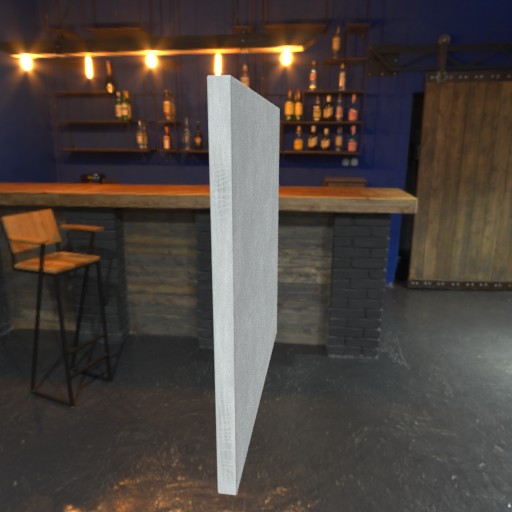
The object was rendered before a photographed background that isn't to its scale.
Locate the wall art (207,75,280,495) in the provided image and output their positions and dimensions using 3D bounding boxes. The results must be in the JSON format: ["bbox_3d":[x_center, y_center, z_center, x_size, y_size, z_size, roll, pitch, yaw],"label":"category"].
[{"bbox_3d":[0.000,0.000,0.449,0.015,0.303,0.303,2,15,8],"label":"wall art"}]
